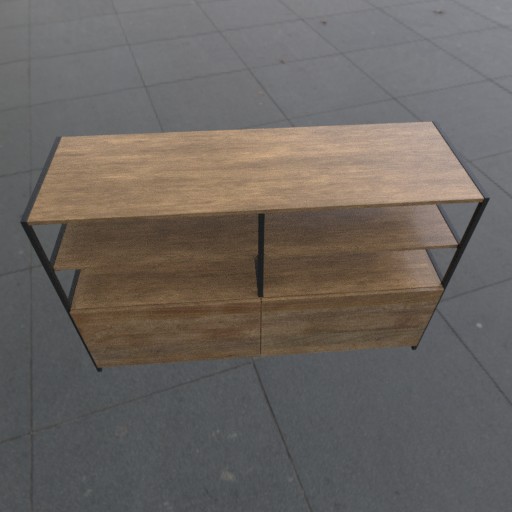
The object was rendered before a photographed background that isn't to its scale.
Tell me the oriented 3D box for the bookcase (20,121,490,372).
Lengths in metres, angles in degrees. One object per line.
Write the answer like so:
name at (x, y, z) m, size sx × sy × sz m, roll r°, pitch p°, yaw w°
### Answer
bookcase at (0.000, 0.000, 1.462) m, size 1.149 × 0.712 × 0.391 m, roll -3°, pitch 47°, yaw -3°
